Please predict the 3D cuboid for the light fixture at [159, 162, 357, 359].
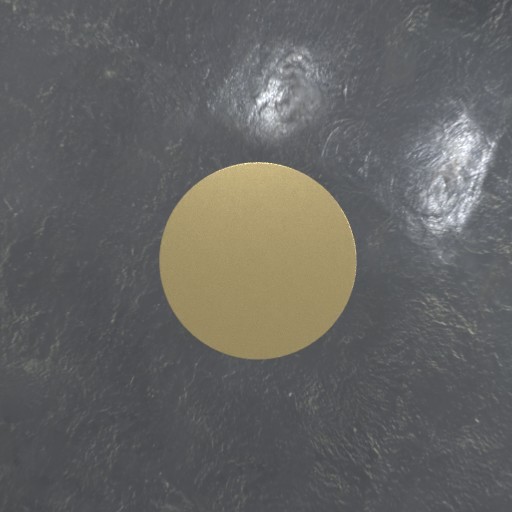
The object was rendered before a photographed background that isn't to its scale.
[{"bbox_3d":[0.000,0.000,0.575,0.146,0.510,0.147,0,91,0],"label":"light fixture"}]
